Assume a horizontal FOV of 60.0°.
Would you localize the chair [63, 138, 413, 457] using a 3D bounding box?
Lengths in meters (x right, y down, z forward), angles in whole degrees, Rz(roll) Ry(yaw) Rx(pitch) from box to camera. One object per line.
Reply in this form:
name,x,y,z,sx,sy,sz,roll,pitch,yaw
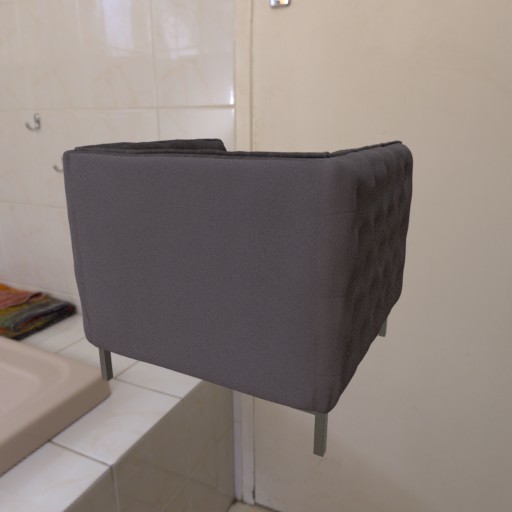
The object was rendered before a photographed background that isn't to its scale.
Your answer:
chair,0.000,0.000,1.617,0.946,0.807,0.913,9,19,26
